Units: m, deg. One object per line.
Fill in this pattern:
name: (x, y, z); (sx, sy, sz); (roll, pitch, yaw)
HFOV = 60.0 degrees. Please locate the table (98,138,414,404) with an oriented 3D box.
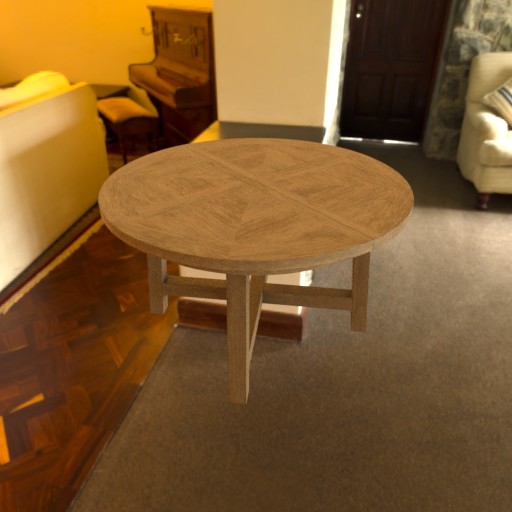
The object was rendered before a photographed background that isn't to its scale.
table: (0.000, 0.000, 2.133); (1.319, 0.762, 1.319); (0, 31, 0)
